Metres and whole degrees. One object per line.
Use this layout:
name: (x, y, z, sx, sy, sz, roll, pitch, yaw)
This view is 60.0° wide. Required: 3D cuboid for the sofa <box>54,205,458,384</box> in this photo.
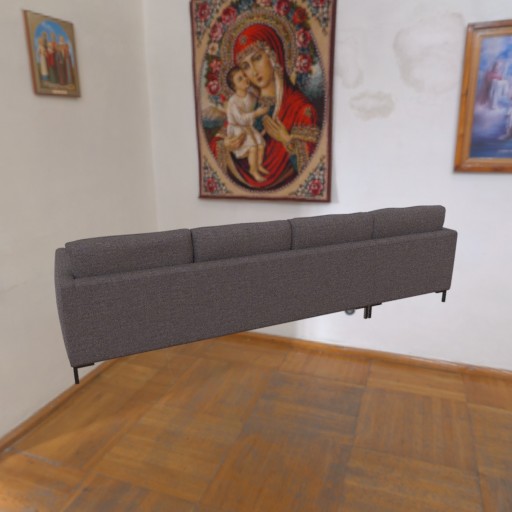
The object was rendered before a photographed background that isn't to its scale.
sofa: (0.000, 0.000, 3.271, 2.731, 0.754, 1.258, -8, 18, -24)
